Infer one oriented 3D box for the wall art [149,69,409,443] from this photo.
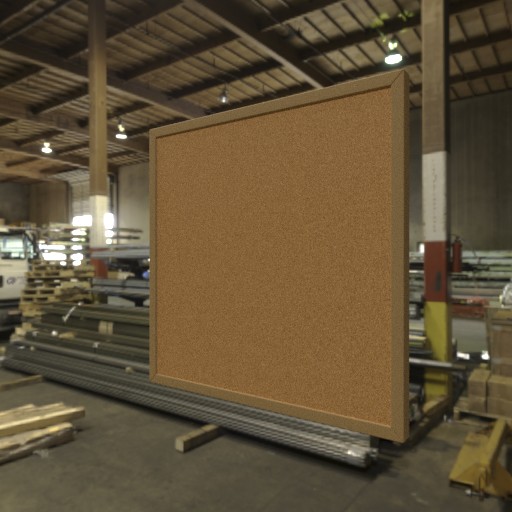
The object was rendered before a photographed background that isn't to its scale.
[{"bbox_3d":[0.000,0.000,1.134,0.761,0.761,0.037,0,0,35],"label":"wall art"}]
